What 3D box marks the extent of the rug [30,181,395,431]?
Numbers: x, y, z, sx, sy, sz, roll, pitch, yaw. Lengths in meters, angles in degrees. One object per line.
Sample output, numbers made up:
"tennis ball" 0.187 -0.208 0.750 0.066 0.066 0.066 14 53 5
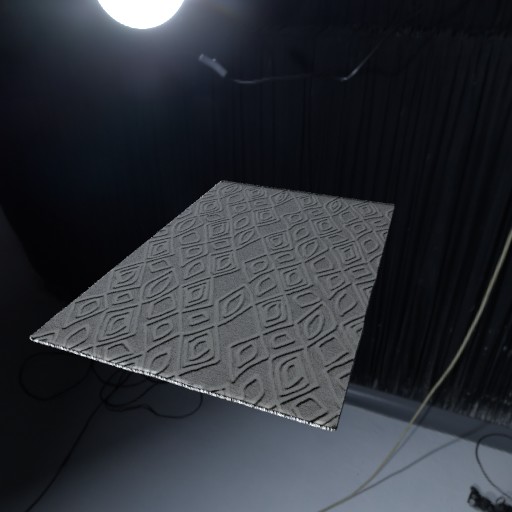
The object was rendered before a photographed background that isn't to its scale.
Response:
"rug" 0.000 0.000 2.291 1.224 0.016 1.832 11 32 18
